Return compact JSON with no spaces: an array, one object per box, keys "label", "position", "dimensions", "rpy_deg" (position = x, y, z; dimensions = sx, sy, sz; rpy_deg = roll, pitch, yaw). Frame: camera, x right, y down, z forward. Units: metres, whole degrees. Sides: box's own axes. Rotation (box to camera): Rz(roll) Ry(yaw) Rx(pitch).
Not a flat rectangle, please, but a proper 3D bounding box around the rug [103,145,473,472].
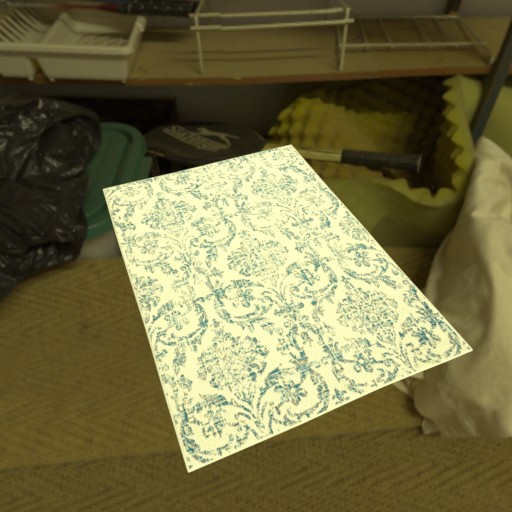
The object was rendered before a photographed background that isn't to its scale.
[{"label":"rug","position":[0.000,0.000,2.855],"dimensions":[1.586,0.014,2.197],"rpy_deg":[-17,48,-16]}]
